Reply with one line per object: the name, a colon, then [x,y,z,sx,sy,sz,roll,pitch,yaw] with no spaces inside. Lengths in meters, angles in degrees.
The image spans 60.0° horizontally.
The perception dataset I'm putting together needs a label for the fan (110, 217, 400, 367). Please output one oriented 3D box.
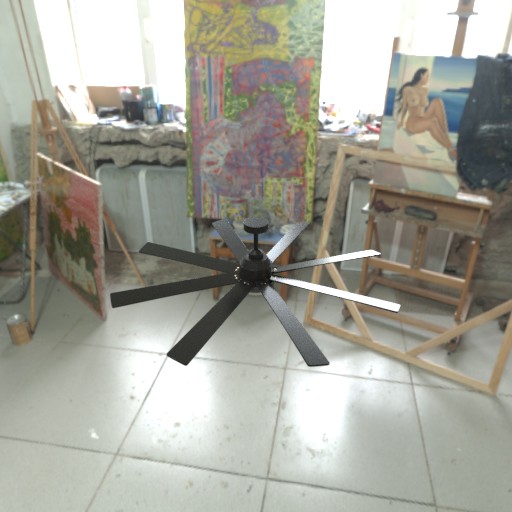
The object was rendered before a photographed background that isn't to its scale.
fan: [0.000,0.000,2.837,1.830,0.472,1.830,-10,30,-17]
